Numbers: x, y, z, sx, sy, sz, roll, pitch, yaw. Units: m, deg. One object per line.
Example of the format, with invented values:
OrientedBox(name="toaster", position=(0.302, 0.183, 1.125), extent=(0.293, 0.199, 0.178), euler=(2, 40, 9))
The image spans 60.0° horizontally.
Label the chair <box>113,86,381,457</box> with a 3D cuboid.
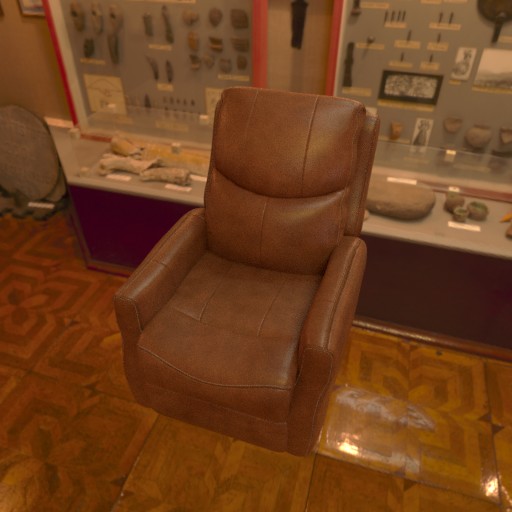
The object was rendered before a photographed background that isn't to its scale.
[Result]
OrientedBox(name="chair", position=(0.000, 0.000, 1.723), extent=(0.821, 1.016, 1.072), euler=(12, 41, 14))
